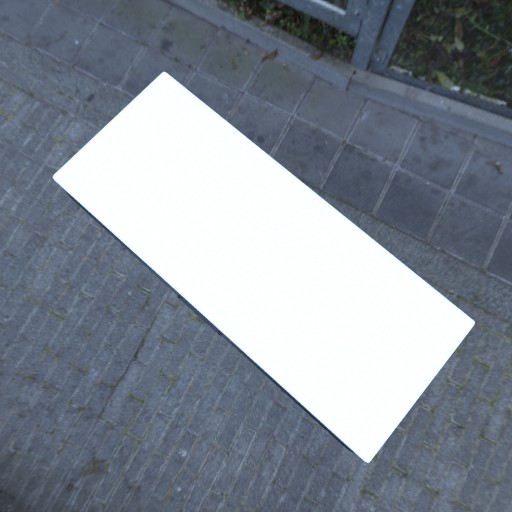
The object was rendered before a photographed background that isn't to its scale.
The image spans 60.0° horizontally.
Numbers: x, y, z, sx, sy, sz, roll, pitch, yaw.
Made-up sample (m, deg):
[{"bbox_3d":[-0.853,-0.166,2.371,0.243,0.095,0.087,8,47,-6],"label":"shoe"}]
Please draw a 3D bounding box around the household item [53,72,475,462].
[{"bbox_3d":[0.000,0.000,2.131,1.905,0.356,0.787,41,80,9],"label":"household item"}]
